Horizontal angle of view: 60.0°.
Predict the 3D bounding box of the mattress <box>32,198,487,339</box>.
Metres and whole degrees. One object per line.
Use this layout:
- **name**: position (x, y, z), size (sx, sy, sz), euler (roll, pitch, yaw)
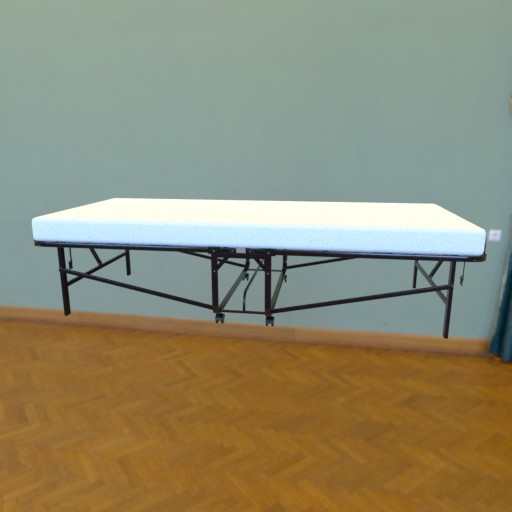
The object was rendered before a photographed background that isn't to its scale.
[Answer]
- **mattress**: position (0.000, 0.000, 2.478), size (2.153, 0.519, 0.922), euler (2, 14, 8)
